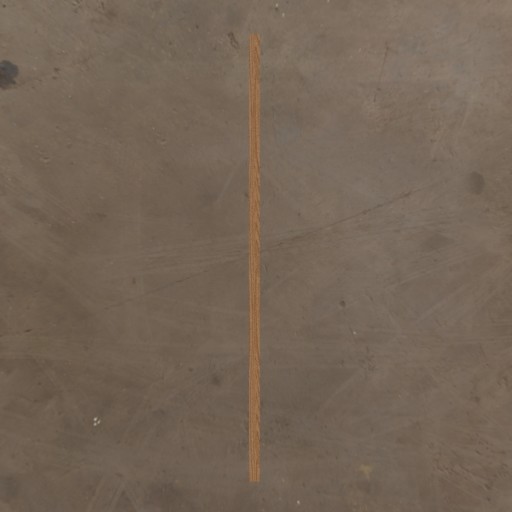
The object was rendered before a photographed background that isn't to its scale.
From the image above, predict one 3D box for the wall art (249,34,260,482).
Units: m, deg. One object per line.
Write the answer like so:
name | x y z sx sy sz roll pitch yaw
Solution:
wall art | 0.000 0.000 0.654 0.010 0.507 0.404 0 91 0
